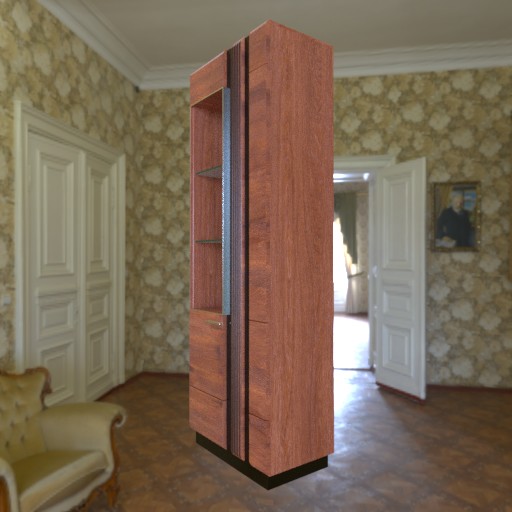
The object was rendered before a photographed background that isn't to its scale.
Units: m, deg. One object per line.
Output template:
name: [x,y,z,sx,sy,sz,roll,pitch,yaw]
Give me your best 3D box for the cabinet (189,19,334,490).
cabinet: [0.000,0.000,2.220,0.420,1.980,0.660,1,-1,-37]
